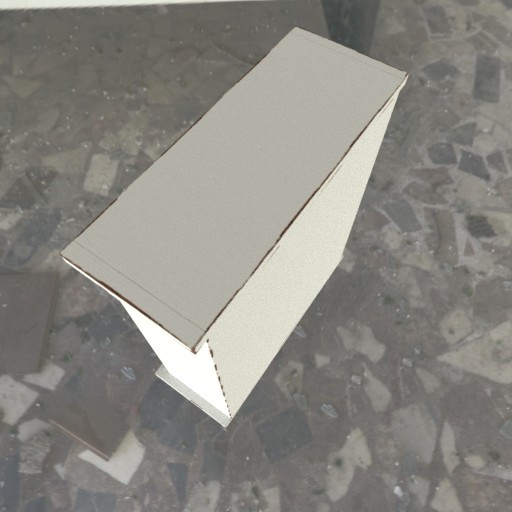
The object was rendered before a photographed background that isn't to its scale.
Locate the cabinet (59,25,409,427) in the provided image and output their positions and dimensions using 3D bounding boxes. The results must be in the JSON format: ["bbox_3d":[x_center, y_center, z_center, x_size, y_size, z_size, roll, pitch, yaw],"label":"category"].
[{"bbox_3d":[0.000,0.000,0.882,0.210,0.603,0.541,31,66,16],"label":"cabinet"}]
